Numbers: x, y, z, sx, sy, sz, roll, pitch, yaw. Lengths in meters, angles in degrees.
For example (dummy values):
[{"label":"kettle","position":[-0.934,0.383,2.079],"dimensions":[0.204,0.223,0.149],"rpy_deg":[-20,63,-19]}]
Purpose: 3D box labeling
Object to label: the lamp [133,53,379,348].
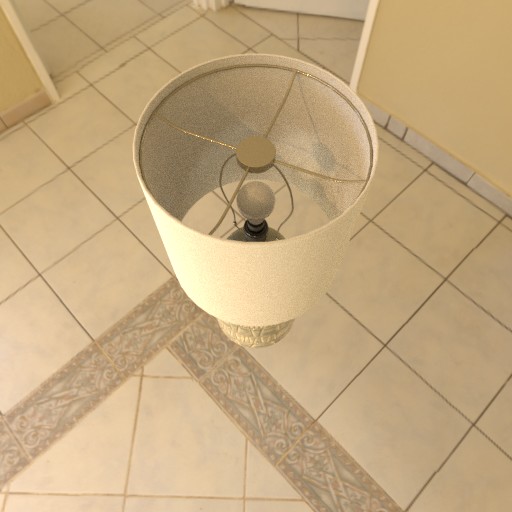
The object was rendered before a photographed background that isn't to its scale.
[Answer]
[{"label":"lamp","position":[0.000,0.000,0.585],"dimensions":[0.211,0.455,0.211],"rpy_deg":[33,68,16]}]
